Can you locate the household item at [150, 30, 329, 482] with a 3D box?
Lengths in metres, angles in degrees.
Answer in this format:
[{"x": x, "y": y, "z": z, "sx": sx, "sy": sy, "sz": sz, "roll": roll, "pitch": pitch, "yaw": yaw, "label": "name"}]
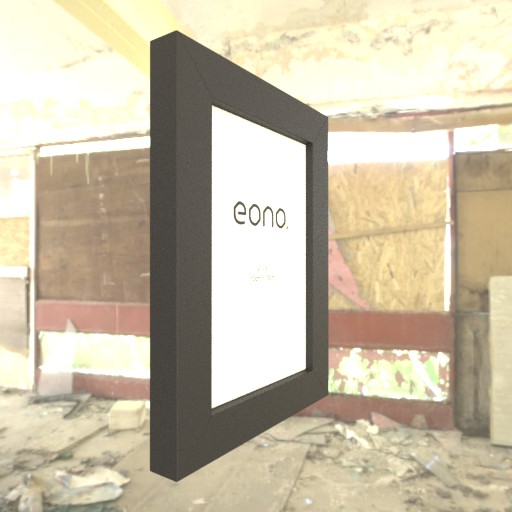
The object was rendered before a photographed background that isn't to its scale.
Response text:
[{"x": 0.000, "y": 0.000, "z": 0.233, "sx": 0.022, "sy": 0.178, "sz": 0.133, "roll": 0, "pitch": 0, "yaw": 35, "label": "household item"}]
